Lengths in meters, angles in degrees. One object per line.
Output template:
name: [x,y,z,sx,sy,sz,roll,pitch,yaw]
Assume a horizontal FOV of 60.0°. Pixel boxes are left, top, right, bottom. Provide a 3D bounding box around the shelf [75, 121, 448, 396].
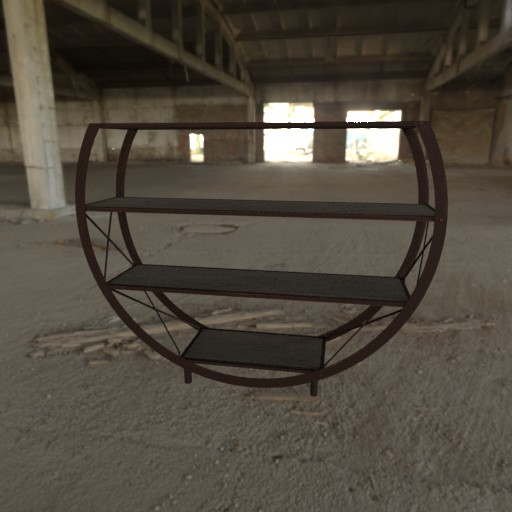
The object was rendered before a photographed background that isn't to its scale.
shelf: [0.000,0.000,1.858,1.403,1.063,0.344,3,15,10]
